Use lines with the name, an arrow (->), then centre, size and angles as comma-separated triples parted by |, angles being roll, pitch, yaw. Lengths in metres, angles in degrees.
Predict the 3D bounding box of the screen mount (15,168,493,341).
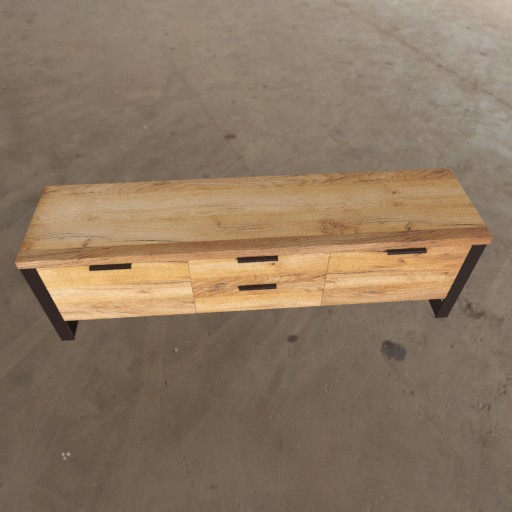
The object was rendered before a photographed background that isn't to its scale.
screen mount -> 0.000, 0.000, 1.695 | 1.524, 0.450, 0.395 | -3, 47, -3
